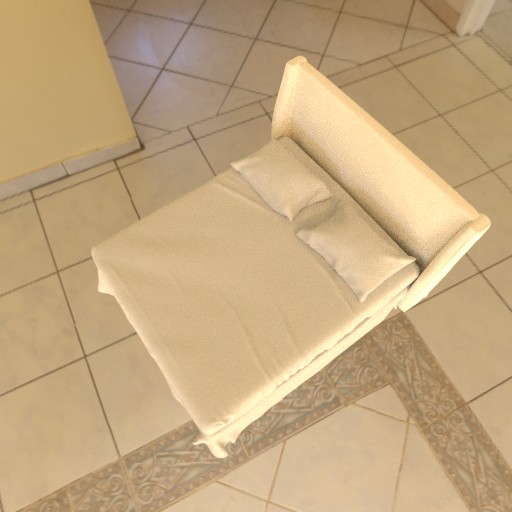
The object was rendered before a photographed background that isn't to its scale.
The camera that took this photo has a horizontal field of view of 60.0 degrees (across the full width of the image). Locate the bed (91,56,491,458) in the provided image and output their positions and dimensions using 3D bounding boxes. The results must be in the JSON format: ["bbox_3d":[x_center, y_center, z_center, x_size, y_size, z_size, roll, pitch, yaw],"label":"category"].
[{"bbox_3d":[0.000,0.000,3.363,2.276,1.332,1.925,-33,68,-16],"label":"bed"}]
